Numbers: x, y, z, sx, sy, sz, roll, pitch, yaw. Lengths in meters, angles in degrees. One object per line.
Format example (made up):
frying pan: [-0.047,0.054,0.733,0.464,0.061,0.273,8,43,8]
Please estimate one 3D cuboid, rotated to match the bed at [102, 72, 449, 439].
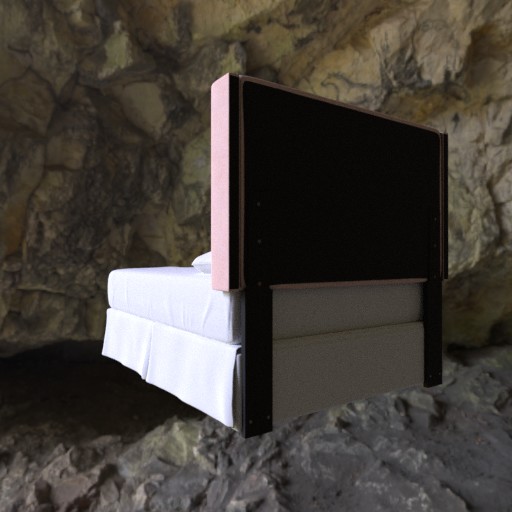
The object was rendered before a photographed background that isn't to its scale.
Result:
bed: [0.000,0.000,3.294,1.719,1.665,2.066,0,0,-35]
